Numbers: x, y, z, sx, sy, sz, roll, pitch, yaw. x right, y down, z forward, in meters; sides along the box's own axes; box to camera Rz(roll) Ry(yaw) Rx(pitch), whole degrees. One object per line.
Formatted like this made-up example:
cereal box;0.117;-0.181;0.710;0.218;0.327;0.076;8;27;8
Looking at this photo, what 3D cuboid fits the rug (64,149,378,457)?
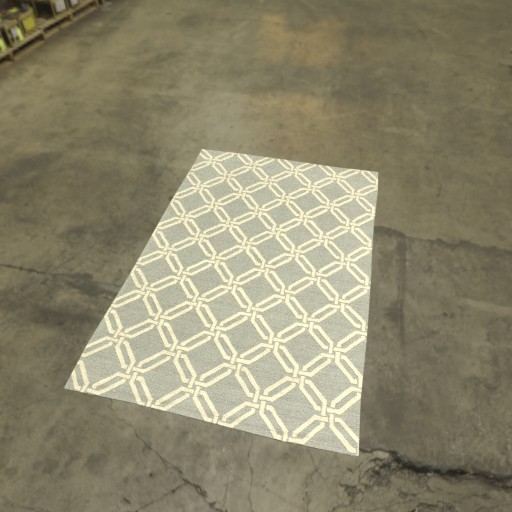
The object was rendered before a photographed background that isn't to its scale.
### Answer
rug;0.000;0.000;2.226;1.148;0.010;1.754;9;47;9
